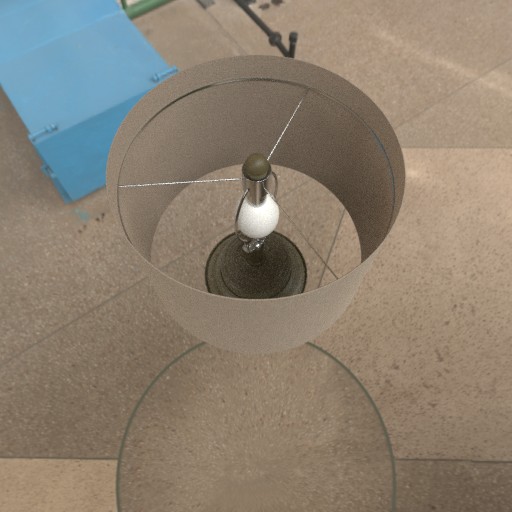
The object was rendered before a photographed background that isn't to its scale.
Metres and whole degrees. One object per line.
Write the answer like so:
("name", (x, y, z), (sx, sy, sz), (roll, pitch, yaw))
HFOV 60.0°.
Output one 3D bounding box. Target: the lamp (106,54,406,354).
("lamp", (0.000, 0.000, 0.691), (0.318, 0.486, 0.318), (0, 65, 0))
